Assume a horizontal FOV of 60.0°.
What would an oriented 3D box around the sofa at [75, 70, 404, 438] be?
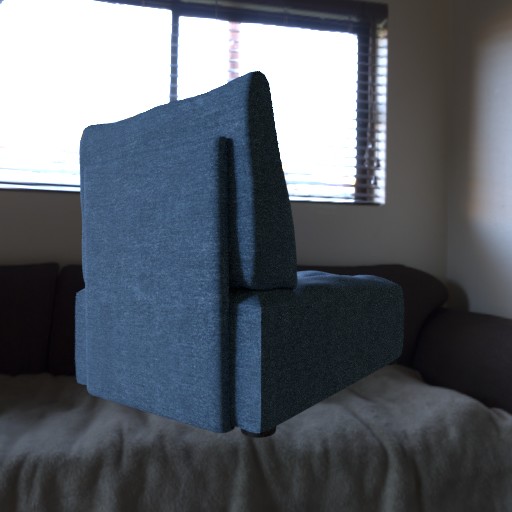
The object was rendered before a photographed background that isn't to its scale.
[{"bbox_3d":[0.000,0.000,1.529,0.700,0.820,1.000,0,-1,36],"label":"sofa"}]
